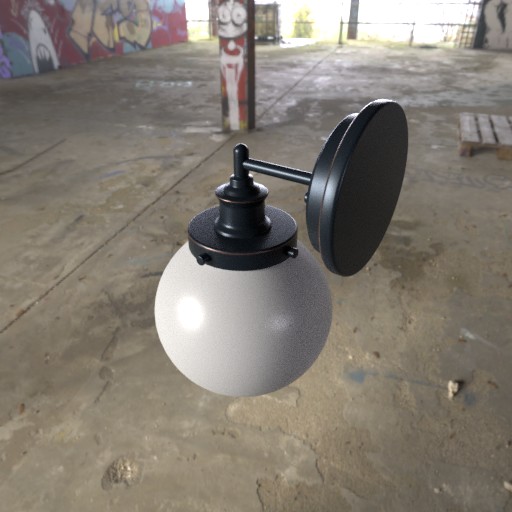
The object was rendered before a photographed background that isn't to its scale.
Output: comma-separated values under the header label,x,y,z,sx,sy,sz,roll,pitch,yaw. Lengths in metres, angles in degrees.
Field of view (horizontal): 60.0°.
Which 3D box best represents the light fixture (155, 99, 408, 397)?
label,x,y,z,sx,sy,sz,roll,pitch,yaw
light fixture,0.000,0.000,0.455,0.230,0.332,0.197,21,36,31
